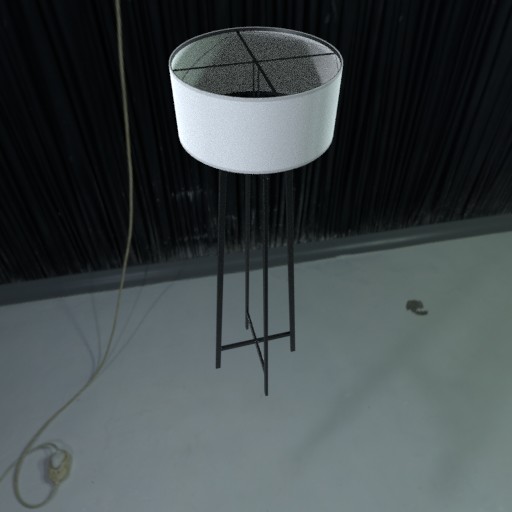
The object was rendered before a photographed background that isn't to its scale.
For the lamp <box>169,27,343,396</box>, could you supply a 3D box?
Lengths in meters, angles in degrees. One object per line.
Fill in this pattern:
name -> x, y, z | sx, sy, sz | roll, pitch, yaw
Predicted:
lamp -> 0.000, 0.000, 1.718 | 0.456, 1.510, 0.457 | -10, 47, -10
